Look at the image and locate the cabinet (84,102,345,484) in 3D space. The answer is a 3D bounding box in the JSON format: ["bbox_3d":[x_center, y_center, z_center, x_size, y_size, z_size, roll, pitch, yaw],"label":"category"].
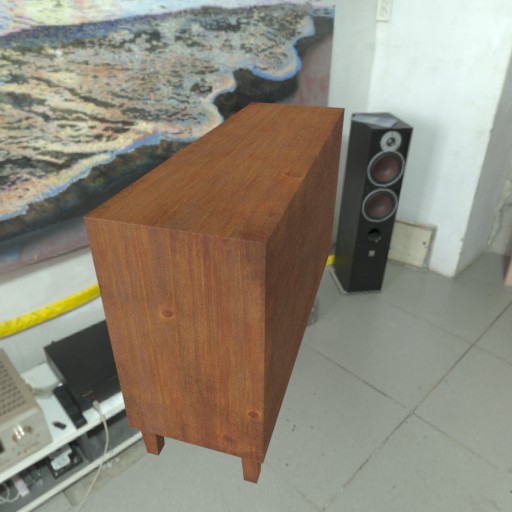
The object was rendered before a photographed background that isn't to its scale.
[{"bbox_3d":[0.000,0.000,1.586,0.403,0.805,1.204,9,32,14],"label":"cabinet"}]
